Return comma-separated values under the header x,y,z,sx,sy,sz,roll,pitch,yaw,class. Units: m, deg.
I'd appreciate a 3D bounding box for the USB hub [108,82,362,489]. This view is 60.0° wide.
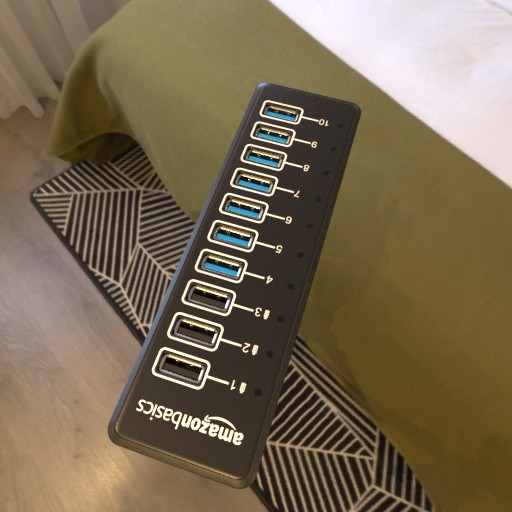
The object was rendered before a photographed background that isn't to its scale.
x,y,z,sx,sy,sz,roll,pitch,yaw,class
0.000,0.000,0.161,0.044,0.023,0.145,16,65,8,USB hub
